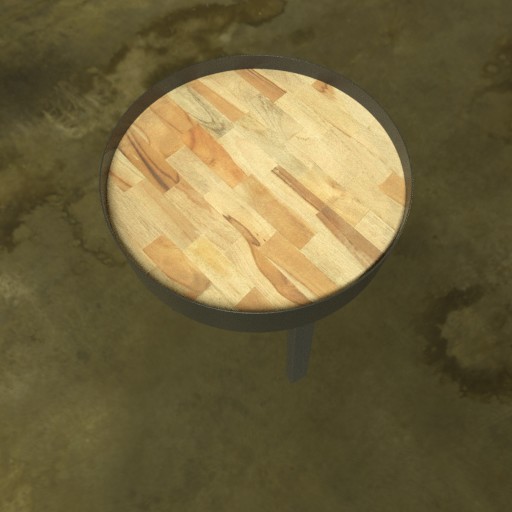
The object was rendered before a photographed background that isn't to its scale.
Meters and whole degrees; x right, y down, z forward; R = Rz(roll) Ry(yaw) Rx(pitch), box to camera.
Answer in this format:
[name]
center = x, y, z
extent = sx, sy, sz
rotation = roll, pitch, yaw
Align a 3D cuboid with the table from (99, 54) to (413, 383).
[table]
center = 0.000, 0.000, 0.832
extent = 0.406, 0.559, 0.406
rotation = 0, 65, 0
